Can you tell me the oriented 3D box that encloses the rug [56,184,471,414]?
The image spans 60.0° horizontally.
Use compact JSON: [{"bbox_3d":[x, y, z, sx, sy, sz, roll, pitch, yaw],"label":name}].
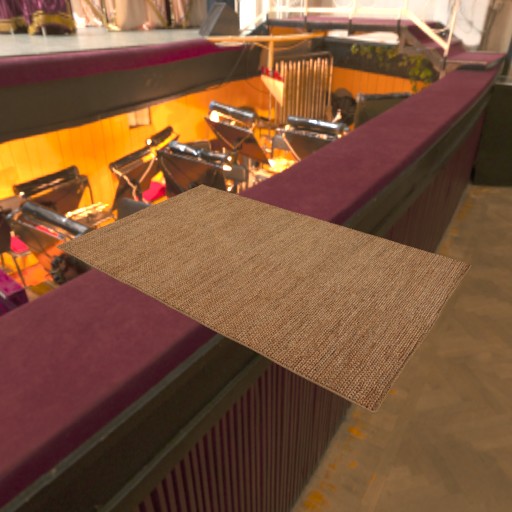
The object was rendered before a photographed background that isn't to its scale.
[{"bbox_3d":[0.000,0.000,3.050,2.438,0.034,1.521,21,36,31],"label":"rug"}]
